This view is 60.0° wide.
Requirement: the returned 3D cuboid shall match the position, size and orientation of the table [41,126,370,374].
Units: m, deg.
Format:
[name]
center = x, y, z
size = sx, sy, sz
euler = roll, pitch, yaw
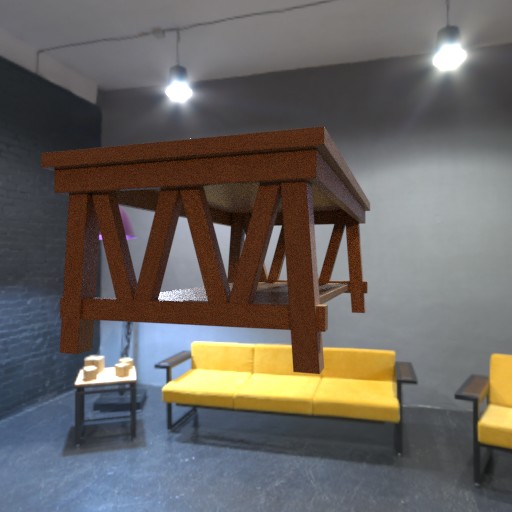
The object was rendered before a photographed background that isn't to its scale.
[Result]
[table]
center = 0.000, 0.000, 1.598
size = 0.711, 0.507, 1.270
euler = 0, 0, 18
